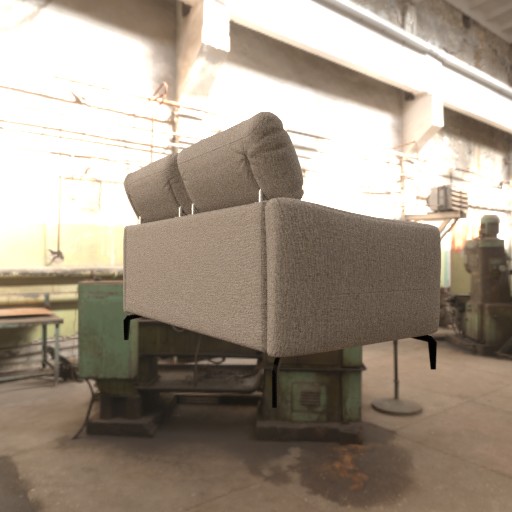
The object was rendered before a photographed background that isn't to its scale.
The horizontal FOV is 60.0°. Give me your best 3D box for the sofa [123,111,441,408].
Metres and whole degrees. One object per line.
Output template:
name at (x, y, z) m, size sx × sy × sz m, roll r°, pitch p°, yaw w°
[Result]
sofa at (0.000, 0.000, 2.186) m, size 0.905 × 0.950 × 1.540 m, roll 0°, pitch 0°, yaw -35°
